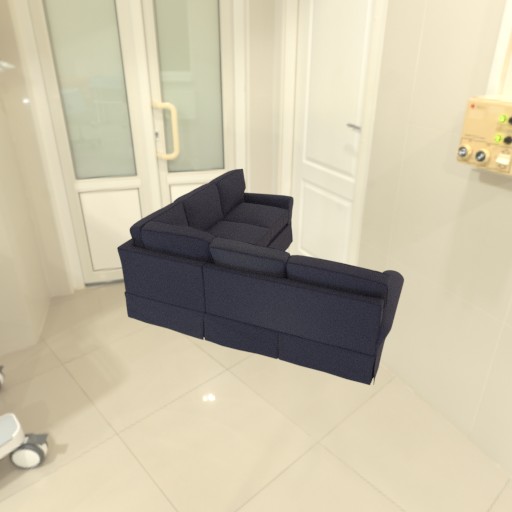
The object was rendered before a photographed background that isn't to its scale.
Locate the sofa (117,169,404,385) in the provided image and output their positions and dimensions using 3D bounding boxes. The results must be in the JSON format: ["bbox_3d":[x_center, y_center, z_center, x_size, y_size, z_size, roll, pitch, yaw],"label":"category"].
[{"bbox_3d":[0.000,0.000,5.160,2.874,1.169,3.773,-18,32,-31],"label":"sofa"}]
